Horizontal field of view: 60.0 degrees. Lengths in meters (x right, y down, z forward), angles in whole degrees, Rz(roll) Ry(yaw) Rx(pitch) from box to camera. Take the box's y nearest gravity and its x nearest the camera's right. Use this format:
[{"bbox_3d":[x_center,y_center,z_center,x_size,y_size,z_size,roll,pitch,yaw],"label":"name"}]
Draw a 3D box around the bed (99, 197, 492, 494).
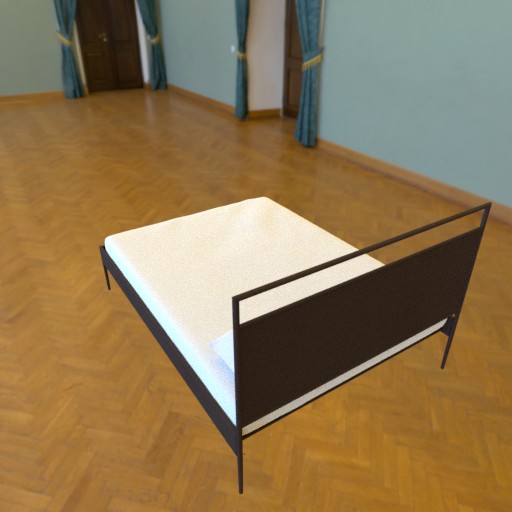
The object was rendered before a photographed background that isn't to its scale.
[{"bbox_3d":[0.000,0.000,3.006,1.572,1.173,2.122,-18,35,-28],"label":"bed"}]
